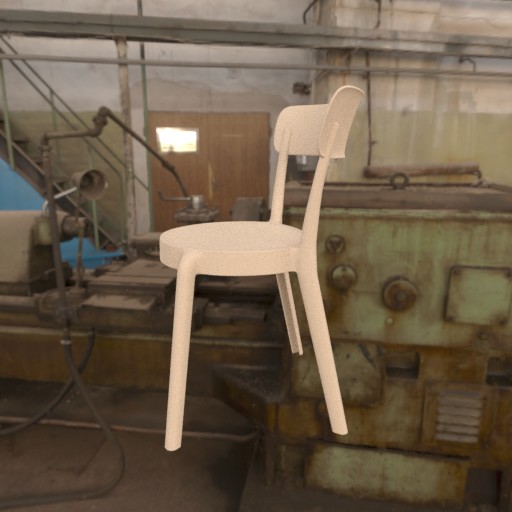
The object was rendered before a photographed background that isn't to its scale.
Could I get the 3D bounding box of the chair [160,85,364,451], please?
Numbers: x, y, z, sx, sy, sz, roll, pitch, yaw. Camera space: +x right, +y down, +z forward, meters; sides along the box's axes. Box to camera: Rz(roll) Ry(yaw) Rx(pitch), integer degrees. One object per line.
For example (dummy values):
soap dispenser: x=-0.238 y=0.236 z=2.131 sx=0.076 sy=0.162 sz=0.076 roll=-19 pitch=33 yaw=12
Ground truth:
chair: x=0.000 y=0.000 z=1.163 sx=0.491 sy=0.790 sz=0.506 roll=-2 pitch=14 yaw=-8
